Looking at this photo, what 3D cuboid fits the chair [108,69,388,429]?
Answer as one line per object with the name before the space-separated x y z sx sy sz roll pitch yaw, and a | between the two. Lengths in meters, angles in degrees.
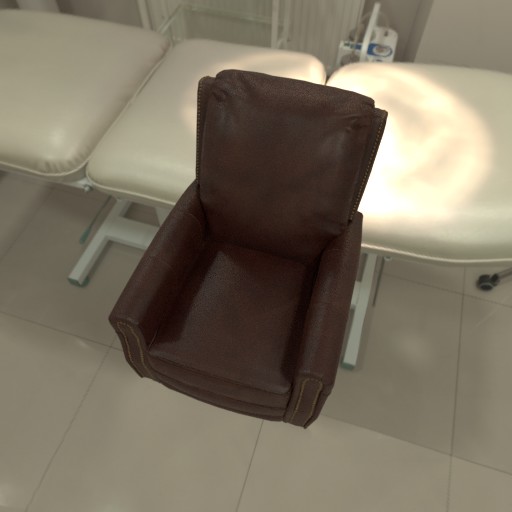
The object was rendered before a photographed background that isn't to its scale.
chair | 0.000 0.000 1.819 0.826 1.022 1.089 15 59 9
